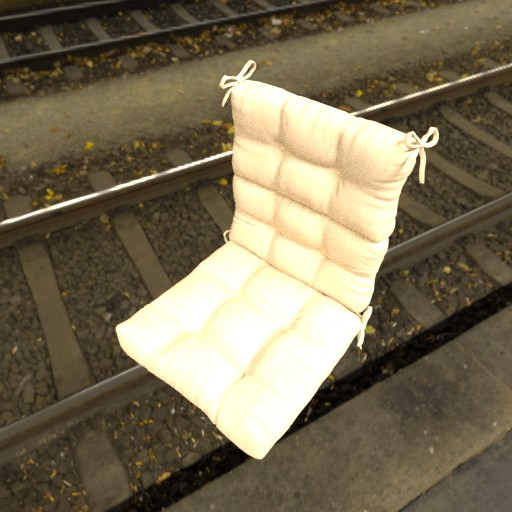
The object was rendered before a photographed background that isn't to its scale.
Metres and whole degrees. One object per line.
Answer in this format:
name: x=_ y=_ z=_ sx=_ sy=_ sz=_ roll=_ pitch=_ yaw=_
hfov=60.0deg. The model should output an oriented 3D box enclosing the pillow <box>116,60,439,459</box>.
pillow: x=0.000 y=0.000 z=1.014 sx=0.519 sy=0.605 sz=0.571 roll=30 pitch=53 yaw=26
